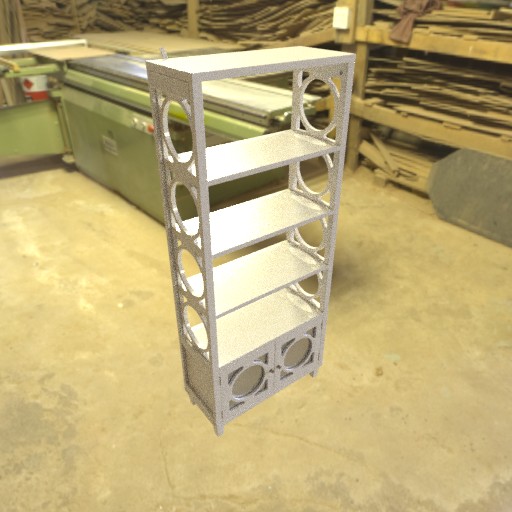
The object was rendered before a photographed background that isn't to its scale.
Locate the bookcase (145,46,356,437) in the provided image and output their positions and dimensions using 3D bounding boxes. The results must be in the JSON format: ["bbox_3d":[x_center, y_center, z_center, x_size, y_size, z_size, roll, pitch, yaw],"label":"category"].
[{"bbox_3d":[0.000,0.000,2.166,0.761,1.869,0.361,-22,37,-31],"label":"bookcase"}]
